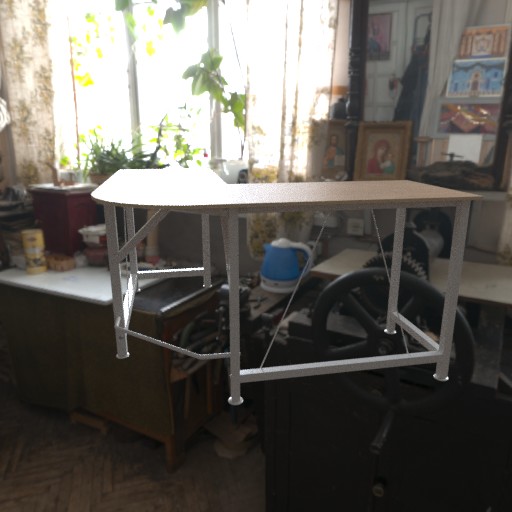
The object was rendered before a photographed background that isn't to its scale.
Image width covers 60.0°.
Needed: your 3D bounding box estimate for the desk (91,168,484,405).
[{"bbox_3d":[0.000,0.000,2.231,1.400,0.762,1.400,-3,16,-10],"label":"desk"}]
